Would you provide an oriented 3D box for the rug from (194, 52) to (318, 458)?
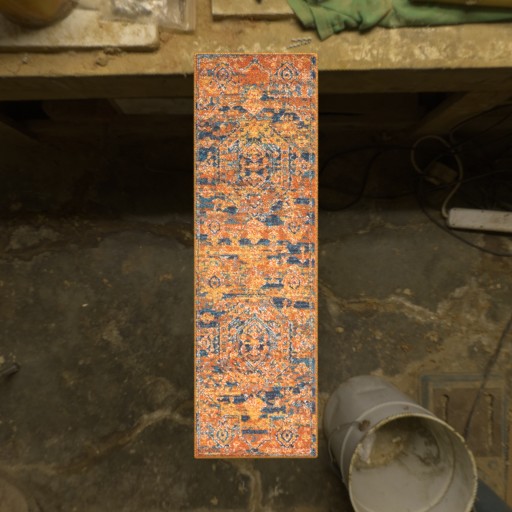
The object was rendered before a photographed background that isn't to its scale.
[{"bbox_3d":[0.000,0.000,1.988,0.556,0.013,1.820,0,90,0],"label":"rug"}]
